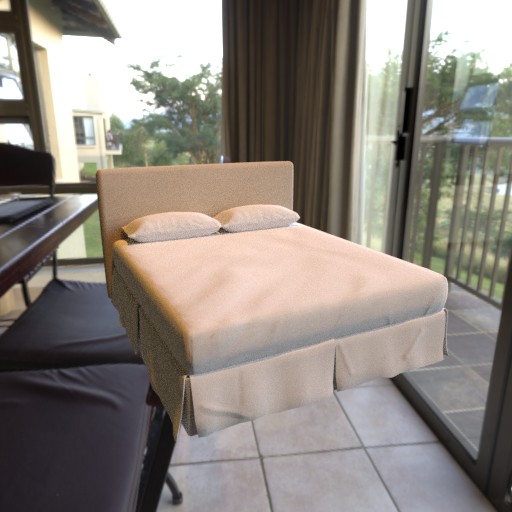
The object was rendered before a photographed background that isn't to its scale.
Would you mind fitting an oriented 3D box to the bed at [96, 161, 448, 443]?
[{"bbox_3d":[0.000,0.000,3.640,2.119,1.317,2.319,-8,18,-26],"label":"bed"}]
